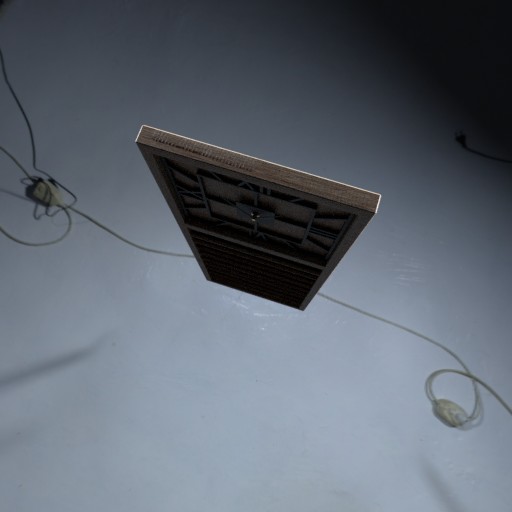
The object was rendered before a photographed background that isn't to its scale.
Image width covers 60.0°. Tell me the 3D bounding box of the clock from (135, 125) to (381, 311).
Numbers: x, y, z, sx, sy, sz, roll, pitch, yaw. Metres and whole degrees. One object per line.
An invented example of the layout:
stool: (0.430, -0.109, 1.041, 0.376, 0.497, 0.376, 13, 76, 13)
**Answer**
clock: (0.000, 0.000, 1.099, 0.361, 0.965, 0.030, 17, 76, 5)
